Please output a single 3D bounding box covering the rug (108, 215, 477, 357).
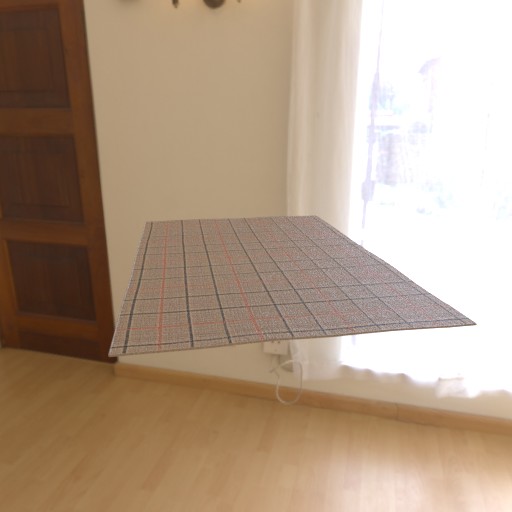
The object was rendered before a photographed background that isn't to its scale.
[{"bbox_3d":[0.000,0.000,2.282,1.220,0.013,1.829,-3,17,-10],"label":"rug"}]
